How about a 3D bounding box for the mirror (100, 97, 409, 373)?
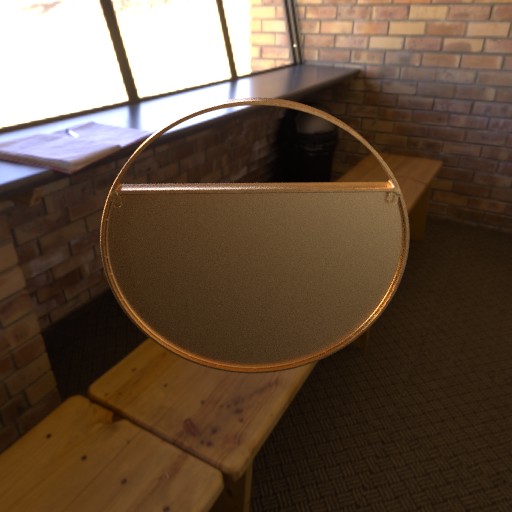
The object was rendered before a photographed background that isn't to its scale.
[{"bbox_3d":[0.000,0.000,0.835,0.565,0.565,0.032,-1,29,-1],"label":"mirror"}]
